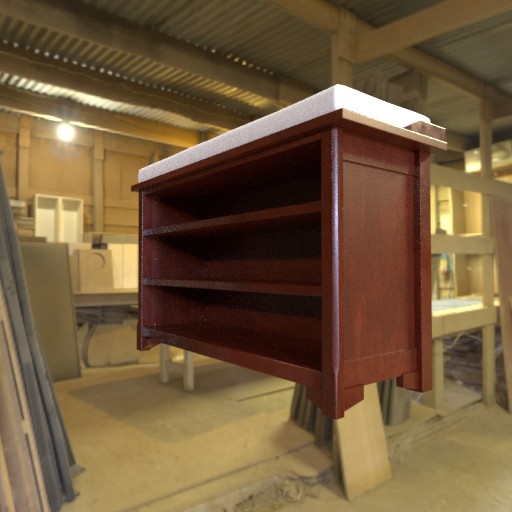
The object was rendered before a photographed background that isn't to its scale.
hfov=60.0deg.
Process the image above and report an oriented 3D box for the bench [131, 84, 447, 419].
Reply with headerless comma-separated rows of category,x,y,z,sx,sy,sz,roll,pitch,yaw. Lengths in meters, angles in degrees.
bench,0.000,0.000,1.312,0.369,0.646,0.987,1,-2,-38
